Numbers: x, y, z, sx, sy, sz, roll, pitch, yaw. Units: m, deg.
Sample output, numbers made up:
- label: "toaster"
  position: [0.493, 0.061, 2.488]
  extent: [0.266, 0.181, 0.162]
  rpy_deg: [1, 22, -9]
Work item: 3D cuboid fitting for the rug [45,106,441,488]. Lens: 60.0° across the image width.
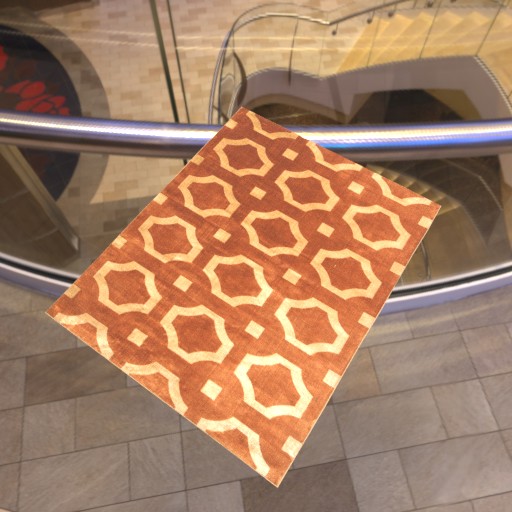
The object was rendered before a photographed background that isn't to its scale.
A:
- label: "rug"
  position: [0.000, 0.000, 4.208]
  extent: [2.466, 0.021, 3.049]
  rpy_deg: [31, 66, 15]
